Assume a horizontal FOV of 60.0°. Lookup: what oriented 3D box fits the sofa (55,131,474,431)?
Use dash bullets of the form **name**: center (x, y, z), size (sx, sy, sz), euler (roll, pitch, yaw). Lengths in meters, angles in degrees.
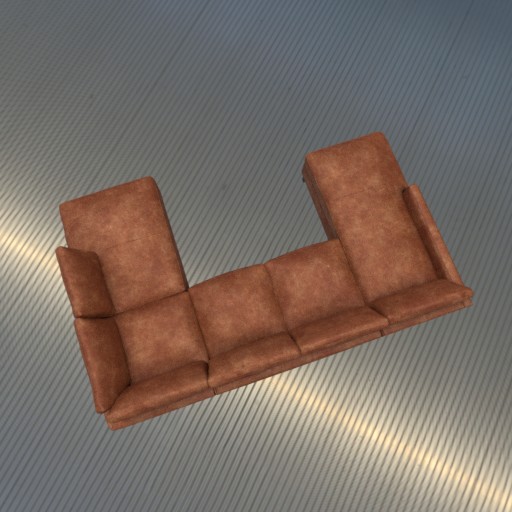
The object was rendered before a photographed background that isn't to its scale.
- **sofa**: center (0.000, 0.000, 3.755), size (2.956, 0.900, 1.939), euler (-18, 77, -4)
